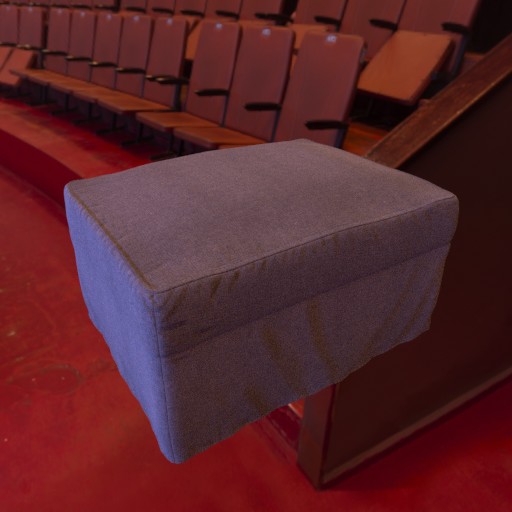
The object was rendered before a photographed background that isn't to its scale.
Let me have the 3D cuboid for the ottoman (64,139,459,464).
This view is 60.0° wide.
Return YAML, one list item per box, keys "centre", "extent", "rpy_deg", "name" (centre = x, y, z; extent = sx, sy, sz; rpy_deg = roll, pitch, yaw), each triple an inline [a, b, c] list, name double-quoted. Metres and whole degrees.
- centre: [0.000, 0.000, 1.220]
  extent: [0.833, 0.492, 0.652]
  rpy_deg: [-18, 34, -29]
  name: "ottoman"
